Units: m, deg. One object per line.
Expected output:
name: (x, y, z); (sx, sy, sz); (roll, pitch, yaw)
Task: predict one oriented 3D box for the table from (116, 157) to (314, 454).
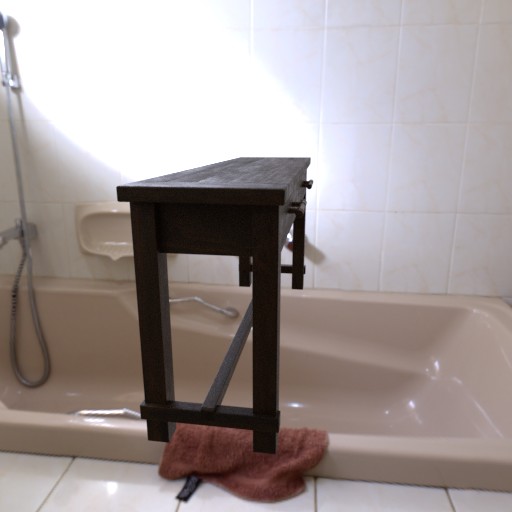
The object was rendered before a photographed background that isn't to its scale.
table: (0.000, 0.000, 1.906); (0.442, 0.762, 1.599); (2, 15, 9)
